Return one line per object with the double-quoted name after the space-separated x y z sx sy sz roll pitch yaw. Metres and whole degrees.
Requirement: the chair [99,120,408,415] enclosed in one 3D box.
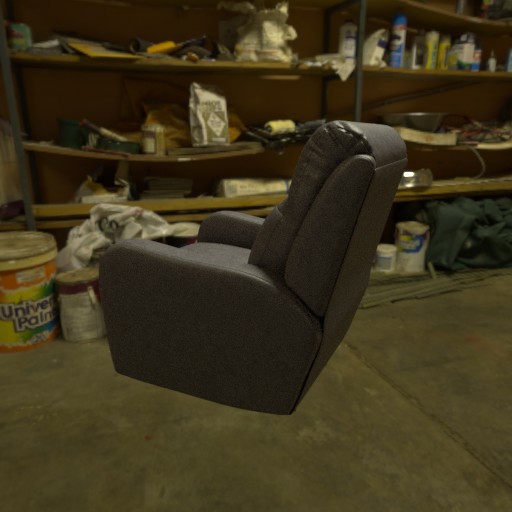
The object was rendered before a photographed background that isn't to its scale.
0.000 0.000 1.856 1.067 1.067 0.865 8 17 25 "chair"
